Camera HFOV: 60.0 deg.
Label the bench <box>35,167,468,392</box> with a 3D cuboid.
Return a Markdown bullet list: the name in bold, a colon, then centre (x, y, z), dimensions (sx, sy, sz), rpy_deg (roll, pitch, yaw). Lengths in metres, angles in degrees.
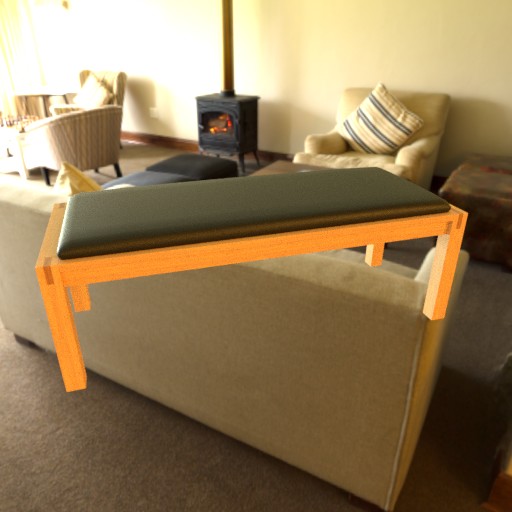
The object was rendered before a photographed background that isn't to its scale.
- **bench**: centre (0.000, 0.000, 1.445), dimensions (1.202, 0.430, 0.450), rpy_deg (-8, 28, -15)
